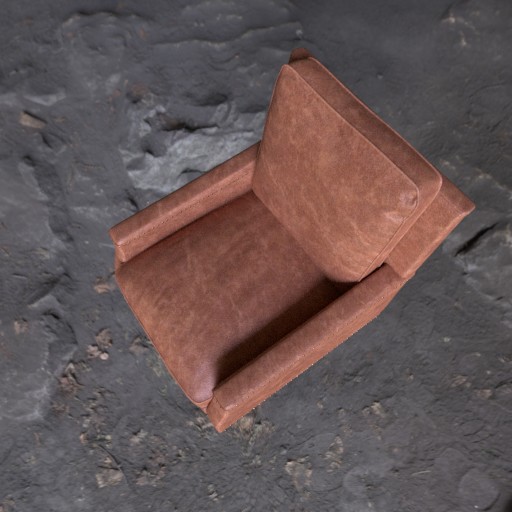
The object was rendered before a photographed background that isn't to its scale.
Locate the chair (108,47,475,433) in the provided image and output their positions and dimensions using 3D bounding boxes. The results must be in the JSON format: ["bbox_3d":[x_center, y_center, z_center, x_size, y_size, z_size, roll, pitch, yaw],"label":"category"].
[{"bbox_3d":[0.000,0.000,1.749,1.035,1.054,0.854,-33,69,-15],"label":"chair"}]
